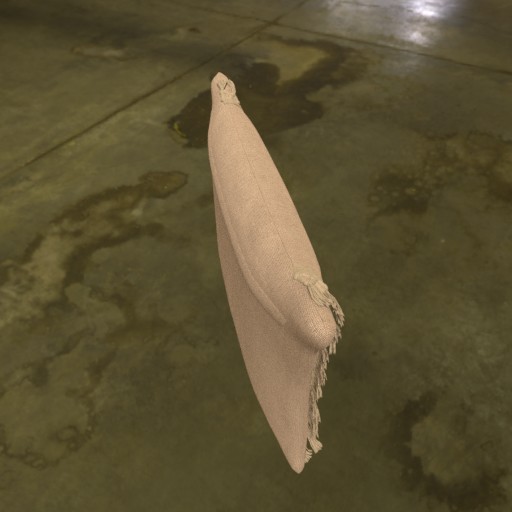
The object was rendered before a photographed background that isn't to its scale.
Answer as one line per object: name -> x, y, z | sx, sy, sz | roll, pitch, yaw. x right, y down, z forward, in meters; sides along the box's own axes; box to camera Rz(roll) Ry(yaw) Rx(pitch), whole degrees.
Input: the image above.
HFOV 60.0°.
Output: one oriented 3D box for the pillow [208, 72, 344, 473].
pillow -> 0.000, 0.000, 0.587 | 0.084, 0.305, 0.466 | -10, 46, -9
